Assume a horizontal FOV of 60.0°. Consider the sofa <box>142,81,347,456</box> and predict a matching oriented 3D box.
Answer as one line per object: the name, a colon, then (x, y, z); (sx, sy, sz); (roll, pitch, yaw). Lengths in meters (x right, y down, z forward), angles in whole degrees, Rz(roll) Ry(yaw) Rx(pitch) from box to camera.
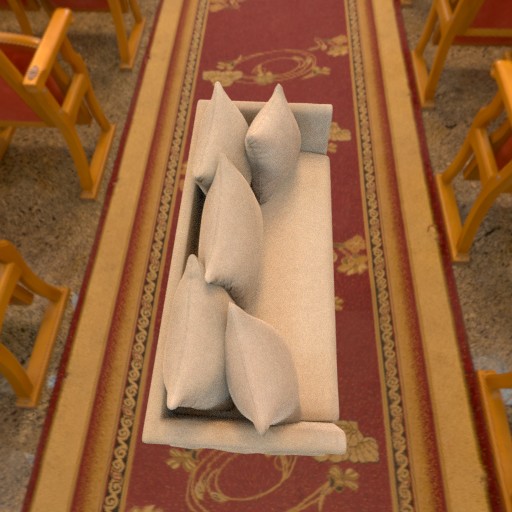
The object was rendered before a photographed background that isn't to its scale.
sofa: (0.000, 0.000, 2.810); (1.031, 1.034, 2.290); (3, 61, 1)
